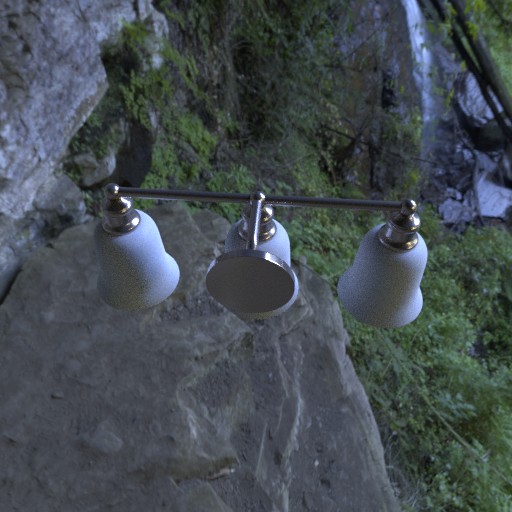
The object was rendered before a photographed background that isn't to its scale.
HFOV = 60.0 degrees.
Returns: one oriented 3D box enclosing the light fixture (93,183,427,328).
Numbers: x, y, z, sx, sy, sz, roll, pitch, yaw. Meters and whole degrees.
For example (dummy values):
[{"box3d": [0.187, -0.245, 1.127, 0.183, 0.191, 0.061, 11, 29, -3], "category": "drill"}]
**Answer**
[{"box3d": [0.000, 0.000, 0.685, 0.570, 0.211, 0.198, 3, 47, 3], "category": "light fixture"}]
